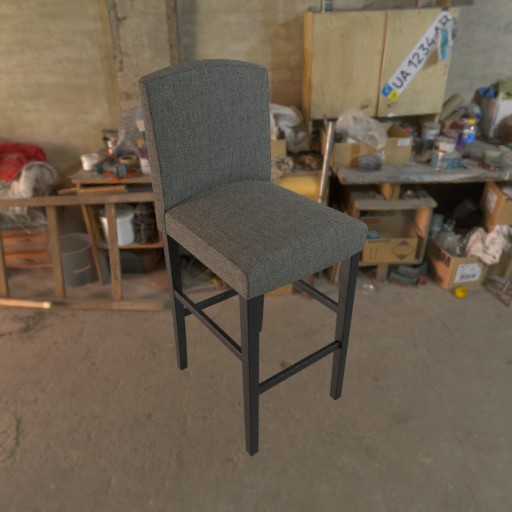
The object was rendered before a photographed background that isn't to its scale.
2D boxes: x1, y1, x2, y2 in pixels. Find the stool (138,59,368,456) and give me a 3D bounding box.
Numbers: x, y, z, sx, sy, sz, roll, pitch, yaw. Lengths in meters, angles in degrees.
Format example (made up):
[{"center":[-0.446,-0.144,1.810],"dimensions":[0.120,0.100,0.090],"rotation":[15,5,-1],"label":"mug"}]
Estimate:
[{"center":[0.000,0.000,1.447],"dimensions":[0.451,1.138,0.552],"rotation":[-21,36,-31],"label":"stool"}]
